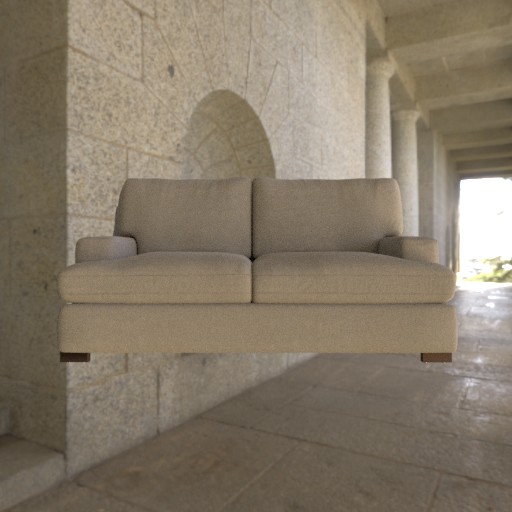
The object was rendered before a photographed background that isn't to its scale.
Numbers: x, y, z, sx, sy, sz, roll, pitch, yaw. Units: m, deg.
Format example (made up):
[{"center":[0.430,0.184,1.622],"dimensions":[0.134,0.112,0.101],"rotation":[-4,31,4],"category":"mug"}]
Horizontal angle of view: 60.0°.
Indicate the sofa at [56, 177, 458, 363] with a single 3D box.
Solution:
[{"center":[0.000,0.000,2.445],"dimensions":[1.855,0.980,0.962],"rotation":[0,0,0],"category":"sofa"}]
